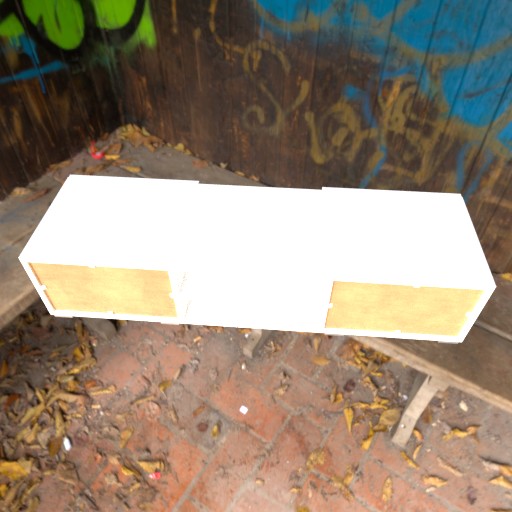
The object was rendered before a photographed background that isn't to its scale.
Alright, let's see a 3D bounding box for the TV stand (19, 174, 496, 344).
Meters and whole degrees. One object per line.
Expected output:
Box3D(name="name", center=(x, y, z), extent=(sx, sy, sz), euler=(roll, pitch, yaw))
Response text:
Box3D(name="TV stand", center=(0.000, 0.000, 1.551), extent=(1.400, 0.310, 0.420), euler=(3, 47, 3))
